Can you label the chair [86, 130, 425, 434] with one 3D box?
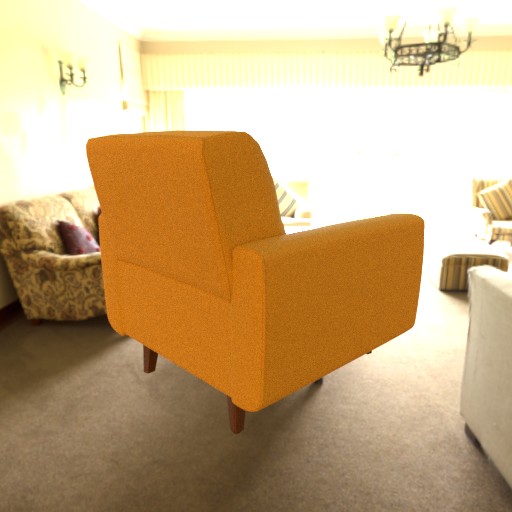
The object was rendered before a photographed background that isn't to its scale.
[{"bbox_3d":[0.000,0.000,1.559,0.909,0.841,0.831,-14,20,-43],"label":"chair"}]
